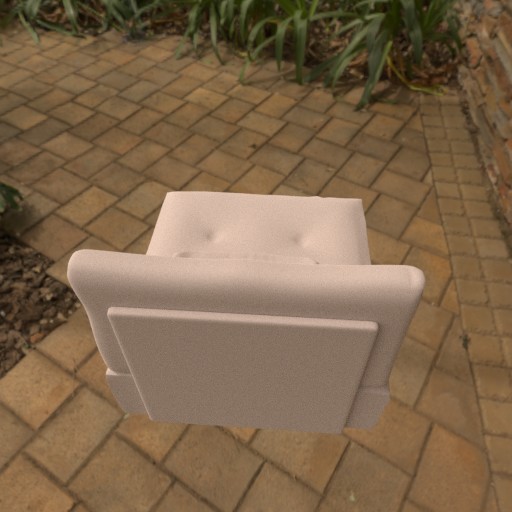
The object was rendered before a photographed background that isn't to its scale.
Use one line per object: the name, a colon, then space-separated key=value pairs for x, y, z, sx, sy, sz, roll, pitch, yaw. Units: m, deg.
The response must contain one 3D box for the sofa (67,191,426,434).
sofa: x=0.000 y=0.000 z=1.679 sx=0.935 sy=0.828 sz=1.000 roll=3 pitch=46 yaw=3
